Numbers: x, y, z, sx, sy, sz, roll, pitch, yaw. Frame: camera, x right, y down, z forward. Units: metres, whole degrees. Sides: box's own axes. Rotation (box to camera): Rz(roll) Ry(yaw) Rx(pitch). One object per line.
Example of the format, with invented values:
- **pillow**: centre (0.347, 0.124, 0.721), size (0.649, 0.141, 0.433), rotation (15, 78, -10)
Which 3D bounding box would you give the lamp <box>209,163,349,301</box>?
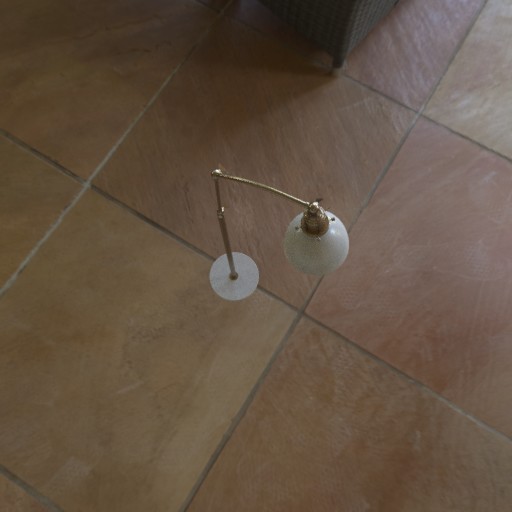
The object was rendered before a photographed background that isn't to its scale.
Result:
- **lamp**: centre (0.000, 0.000, 1.827), size (0.599, 1.586, 0.288), rotation (34, 77, 9)
